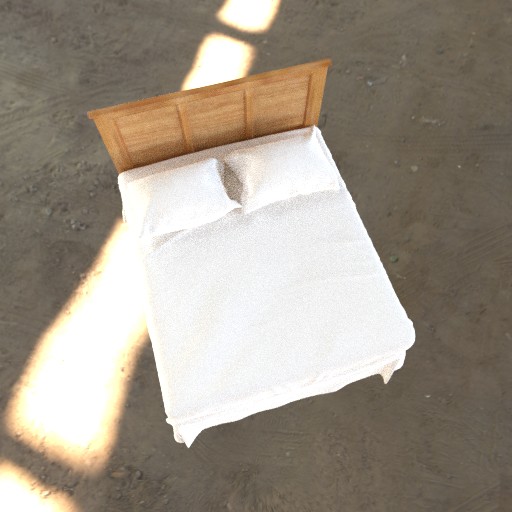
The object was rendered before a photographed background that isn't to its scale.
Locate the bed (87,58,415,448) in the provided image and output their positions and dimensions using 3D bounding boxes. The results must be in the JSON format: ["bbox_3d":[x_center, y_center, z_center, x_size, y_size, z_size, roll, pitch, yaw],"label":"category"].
[{"bbox_3d":[0.000,0.000,3.090,1.870,1.273,2.035,-15,65,-7],"label":"bed"}]
